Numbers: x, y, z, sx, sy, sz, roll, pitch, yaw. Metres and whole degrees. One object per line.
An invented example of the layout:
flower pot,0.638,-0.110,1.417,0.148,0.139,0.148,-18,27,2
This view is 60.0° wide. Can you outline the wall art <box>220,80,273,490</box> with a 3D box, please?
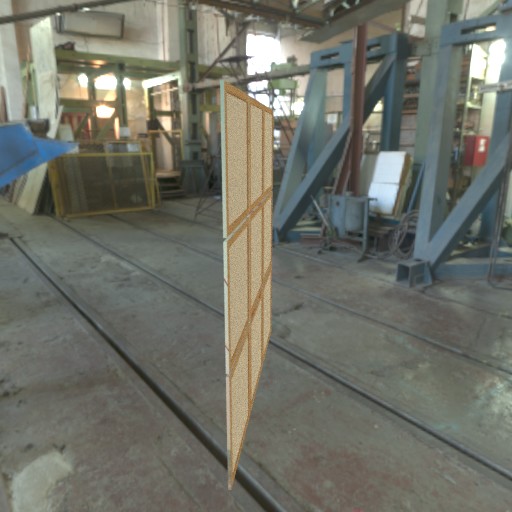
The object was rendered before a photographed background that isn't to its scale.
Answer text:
wall art,0.000,0.000,2.291,0.013,1.523,1.517,2,15,8
